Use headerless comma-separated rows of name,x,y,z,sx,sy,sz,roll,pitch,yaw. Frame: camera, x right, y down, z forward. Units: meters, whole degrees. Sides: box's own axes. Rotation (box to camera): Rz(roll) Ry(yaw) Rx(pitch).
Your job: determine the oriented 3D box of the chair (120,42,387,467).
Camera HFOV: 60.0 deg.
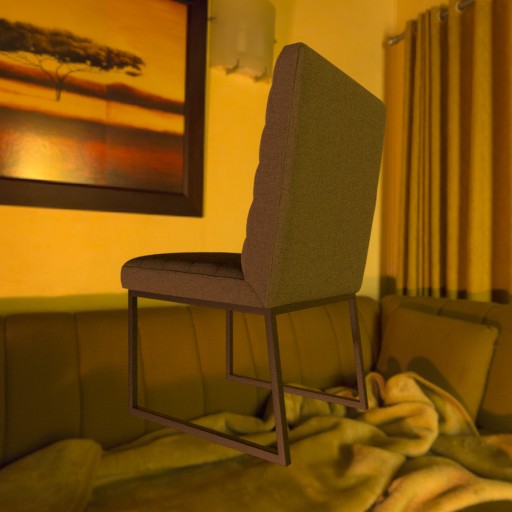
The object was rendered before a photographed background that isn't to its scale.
chair,0.000,0.000,1.314,0.634,0.930,0.520,0,0,37
